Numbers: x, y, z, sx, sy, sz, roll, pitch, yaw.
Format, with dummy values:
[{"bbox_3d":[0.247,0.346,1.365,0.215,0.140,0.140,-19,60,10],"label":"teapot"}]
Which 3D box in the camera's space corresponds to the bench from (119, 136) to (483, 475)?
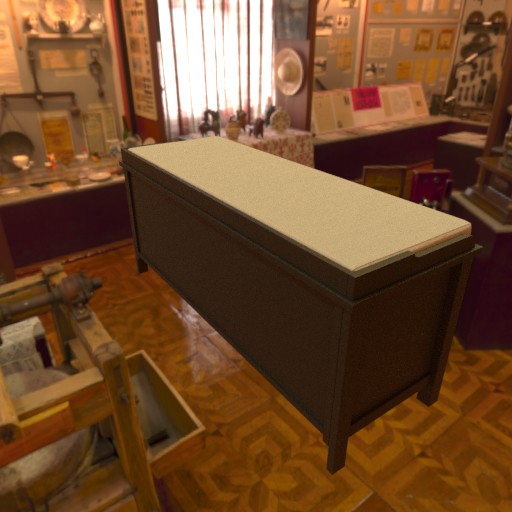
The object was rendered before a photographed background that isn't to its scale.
[{"bbox_3d":[0.000,0.000,1.362,0.398,0.501,1.140,-18,32,-31],"label":"bench"}]
